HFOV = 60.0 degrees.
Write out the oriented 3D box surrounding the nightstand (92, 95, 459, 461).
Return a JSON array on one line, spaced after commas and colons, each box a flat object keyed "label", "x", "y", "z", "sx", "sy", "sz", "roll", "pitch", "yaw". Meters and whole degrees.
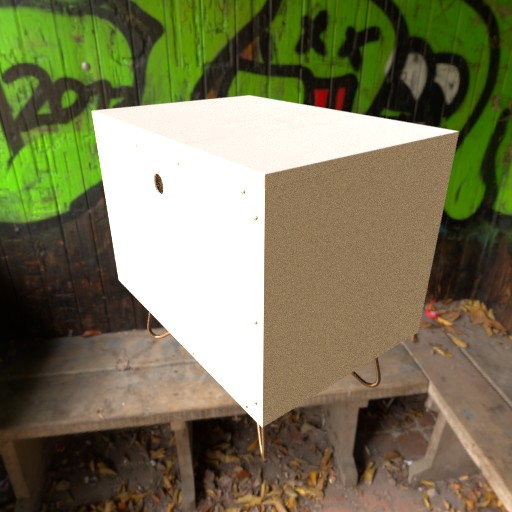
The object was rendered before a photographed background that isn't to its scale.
[{"label": "nightstand", "x": 0.000, "y": 0.000, "z": 1.012, "sx": 0.447, "sy": 0.604, "sz": 0.614, "roll": -19, "pitch": 32, "yaw": -33}]
